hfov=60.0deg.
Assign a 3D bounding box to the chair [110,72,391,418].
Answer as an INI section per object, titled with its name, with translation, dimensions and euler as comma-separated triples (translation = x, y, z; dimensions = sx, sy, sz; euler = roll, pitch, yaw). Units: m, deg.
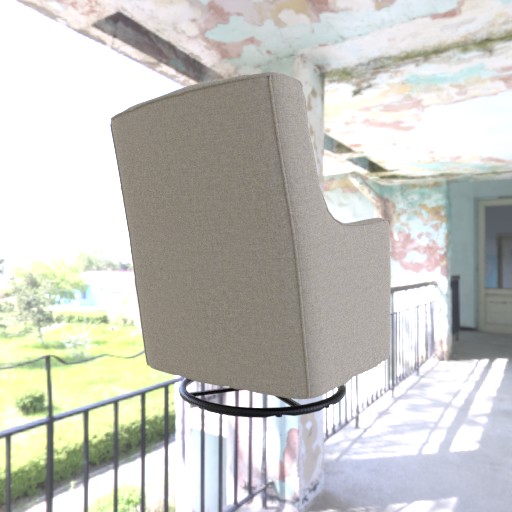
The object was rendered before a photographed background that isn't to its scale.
[chair]
translation = 0.000, 0.000, 1.620
dimensions = 0.732, 0.993, 0.879
euler = 0, 0, 35
